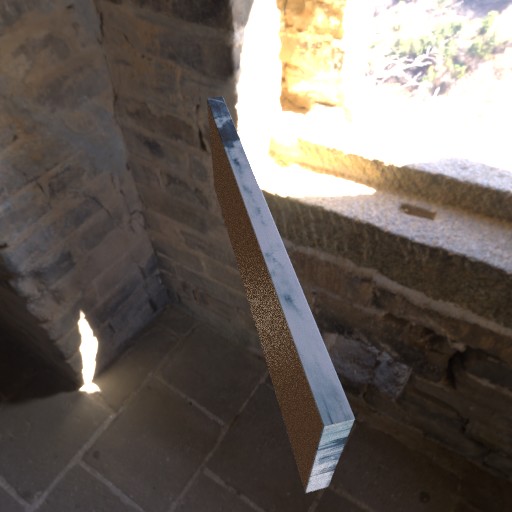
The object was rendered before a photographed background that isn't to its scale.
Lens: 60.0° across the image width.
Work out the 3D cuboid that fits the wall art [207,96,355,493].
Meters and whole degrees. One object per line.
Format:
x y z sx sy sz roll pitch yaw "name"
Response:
0.000 0.000 0.832 0.037 0.251 0.759 -10 48 -10 "wall art"
